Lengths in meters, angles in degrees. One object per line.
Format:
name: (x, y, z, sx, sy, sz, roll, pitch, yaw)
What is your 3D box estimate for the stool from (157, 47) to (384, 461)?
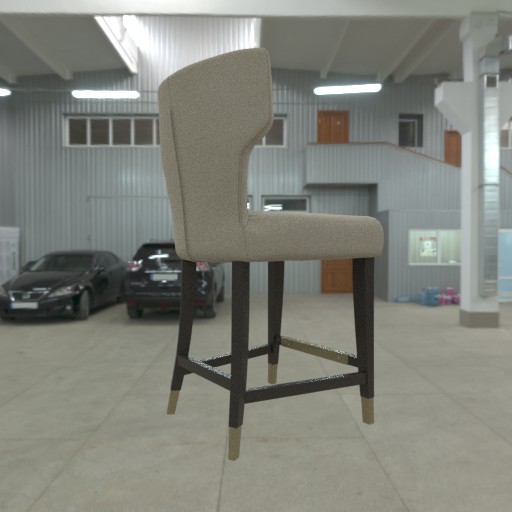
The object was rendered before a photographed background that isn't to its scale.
stool: (0.000, 0.000, 1.334, 0.563, 0.982, 0.527, -1, 2, -36)
